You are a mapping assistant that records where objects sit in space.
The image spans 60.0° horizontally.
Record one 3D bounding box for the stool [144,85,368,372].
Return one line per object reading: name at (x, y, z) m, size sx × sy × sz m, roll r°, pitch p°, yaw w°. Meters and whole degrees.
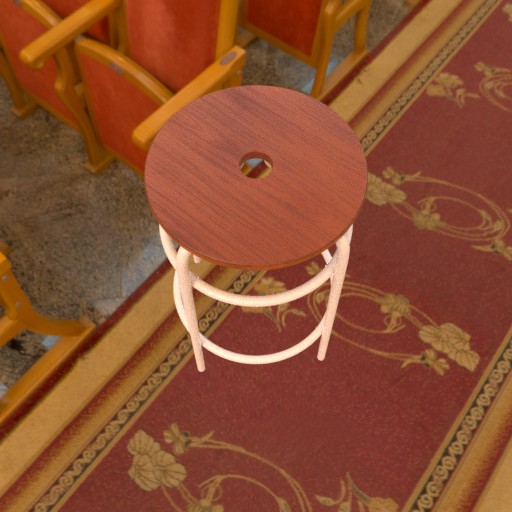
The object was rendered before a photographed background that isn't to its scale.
stool at (0.000, 0.000, 0.937) m, size 0.455 × 0.610 × 0.455 m, roll 37°, pitch 69°, yaw 17°
